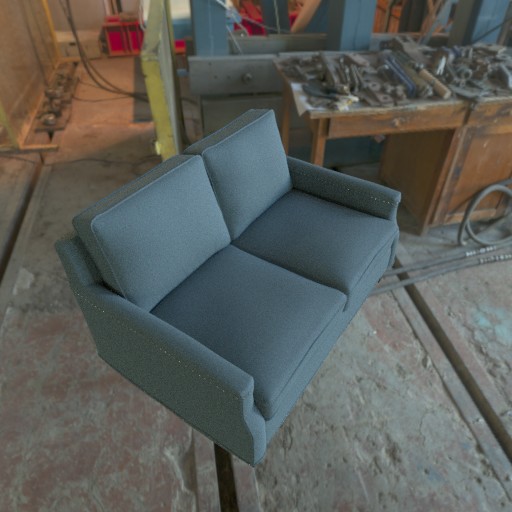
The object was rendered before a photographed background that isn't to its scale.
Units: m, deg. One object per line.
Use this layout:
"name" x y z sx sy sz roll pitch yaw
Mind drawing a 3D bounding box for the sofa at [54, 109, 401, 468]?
"sofa" 0.000 0.000 2.341 1.084 1.003 1.597 24 47 25
